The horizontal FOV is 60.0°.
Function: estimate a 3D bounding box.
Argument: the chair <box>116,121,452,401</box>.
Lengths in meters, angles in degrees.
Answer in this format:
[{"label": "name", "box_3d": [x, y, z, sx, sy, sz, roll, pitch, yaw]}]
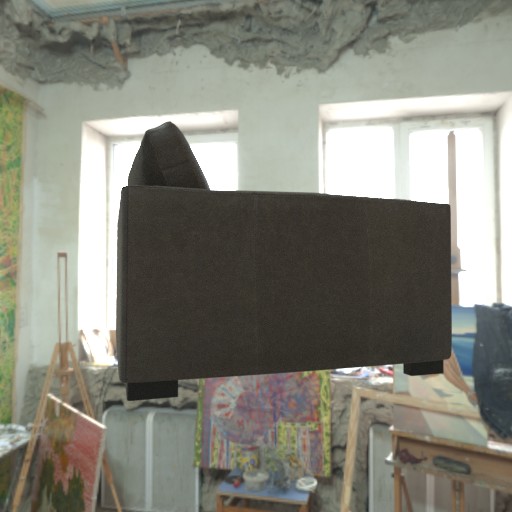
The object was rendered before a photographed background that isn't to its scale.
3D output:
[{"label": "chair", "box_3d": [0.000, 0.000, 1.813, 1.080, 0.807, 1.106, 1, -2, -18]}]
